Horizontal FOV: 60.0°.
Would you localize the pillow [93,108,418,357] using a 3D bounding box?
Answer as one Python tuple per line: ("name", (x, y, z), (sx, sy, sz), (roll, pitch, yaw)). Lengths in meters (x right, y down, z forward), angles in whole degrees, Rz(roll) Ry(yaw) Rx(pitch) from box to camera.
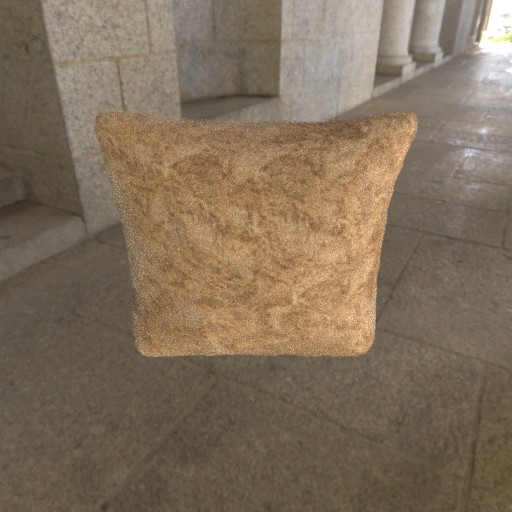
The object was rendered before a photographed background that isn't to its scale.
("pillow", (0.000, 0.000, 0.830), (0.538, 0.525, 0.216), (0, 29, 0))
